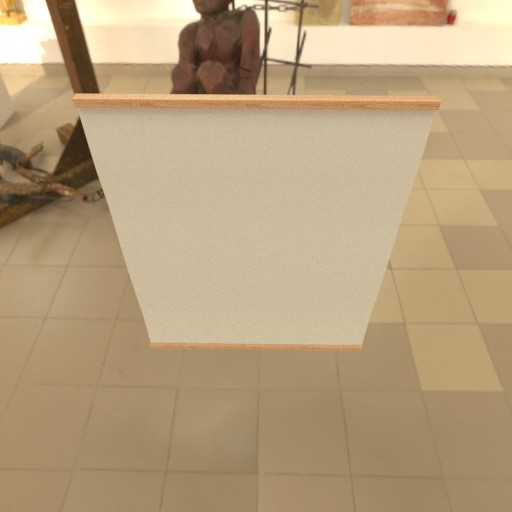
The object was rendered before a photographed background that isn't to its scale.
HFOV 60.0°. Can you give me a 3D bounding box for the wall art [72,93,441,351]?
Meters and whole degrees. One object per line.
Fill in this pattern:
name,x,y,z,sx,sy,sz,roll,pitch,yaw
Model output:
wall art,0.000,0.000,0.675,0.406,0.508,0.013,1,46,1
